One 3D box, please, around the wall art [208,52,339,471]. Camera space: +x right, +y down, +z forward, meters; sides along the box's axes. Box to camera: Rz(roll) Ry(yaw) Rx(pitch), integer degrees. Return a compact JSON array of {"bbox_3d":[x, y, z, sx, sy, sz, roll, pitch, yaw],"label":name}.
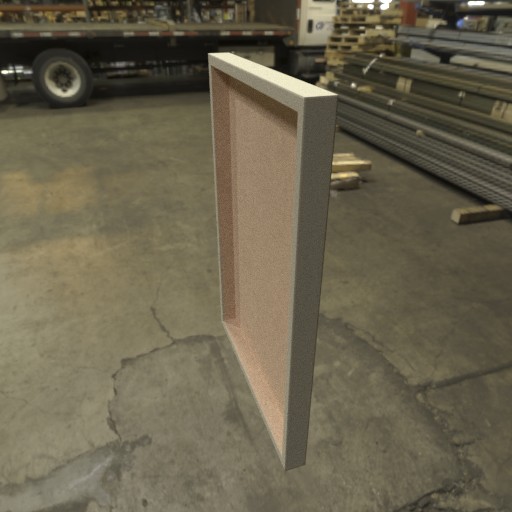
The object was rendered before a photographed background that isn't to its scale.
[{"bbox_3d":[0.000,0.000,0.775,0.038,0.608,0.418,-10,32,-16],"label":"wall art"}]
